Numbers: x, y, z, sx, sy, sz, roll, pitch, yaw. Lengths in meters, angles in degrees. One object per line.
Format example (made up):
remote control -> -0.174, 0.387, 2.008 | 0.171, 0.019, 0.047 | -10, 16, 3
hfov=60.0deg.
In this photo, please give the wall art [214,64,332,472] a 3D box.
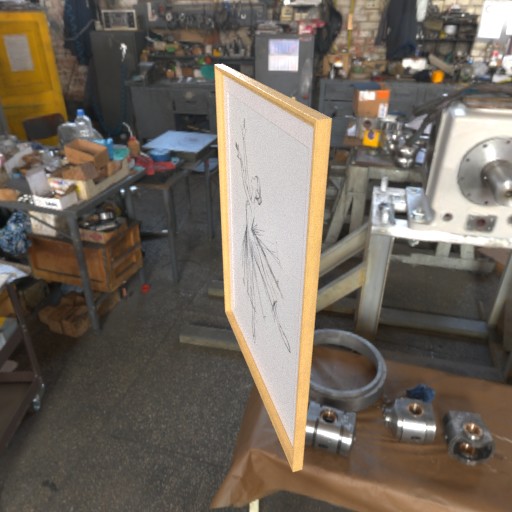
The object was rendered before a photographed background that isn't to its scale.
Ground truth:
wall art -> 0.000, 0.000, 1.365 | 0.030, 1.002, 0.798 | -9, 31, -15
